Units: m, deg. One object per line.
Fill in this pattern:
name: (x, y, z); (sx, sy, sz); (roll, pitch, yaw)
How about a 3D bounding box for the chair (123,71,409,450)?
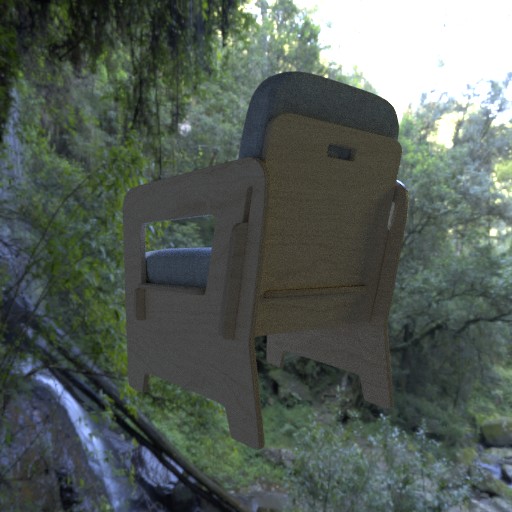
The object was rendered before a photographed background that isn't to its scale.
chair: (0.000, 0.000, 1.281); (0.590, 0.800, 0.710); (0, 0, -36)
